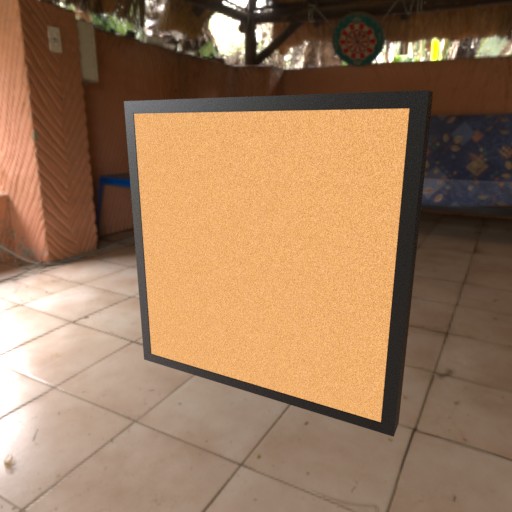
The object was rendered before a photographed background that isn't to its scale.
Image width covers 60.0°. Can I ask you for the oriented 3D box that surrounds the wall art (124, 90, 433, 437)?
[{"bbox_3d":[0.000,0.000,0.749,0.506,0.506,0.038,8,18,27],"label":"wall art"}]
